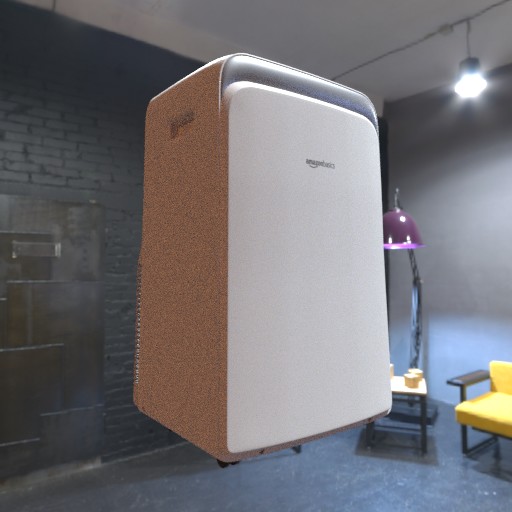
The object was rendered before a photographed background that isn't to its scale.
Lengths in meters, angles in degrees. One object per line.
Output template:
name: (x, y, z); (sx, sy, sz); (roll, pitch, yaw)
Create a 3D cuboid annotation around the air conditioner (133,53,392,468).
air conditioner: (0.000, 0.000, 1.032); (0.478, 0.765, 0.467); (1, -2, -36)
